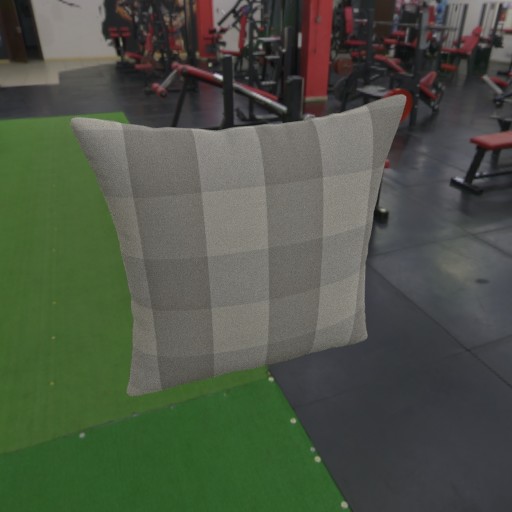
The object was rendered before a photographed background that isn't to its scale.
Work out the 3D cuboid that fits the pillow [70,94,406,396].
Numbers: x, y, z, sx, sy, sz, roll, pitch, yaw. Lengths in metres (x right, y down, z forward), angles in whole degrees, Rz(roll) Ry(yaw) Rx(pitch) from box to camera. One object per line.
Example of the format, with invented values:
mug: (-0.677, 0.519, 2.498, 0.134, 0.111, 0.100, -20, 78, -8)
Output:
pillow: (0.000, 0.000, 0.772, 0.511, 0.509, 0.161, -10, 32, -16)
